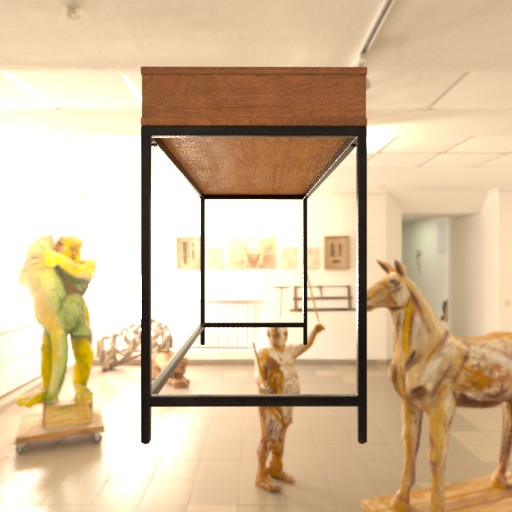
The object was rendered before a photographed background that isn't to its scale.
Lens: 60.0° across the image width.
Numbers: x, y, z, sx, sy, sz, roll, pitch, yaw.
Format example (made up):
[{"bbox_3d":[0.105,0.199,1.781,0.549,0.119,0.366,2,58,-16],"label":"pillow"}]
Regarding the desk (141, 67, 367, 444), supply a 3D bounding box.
[{"bbox_3d":[0.000,0.000,1.401,0.470,0.762,1.016,0,0,0],"label":"desk"}]
